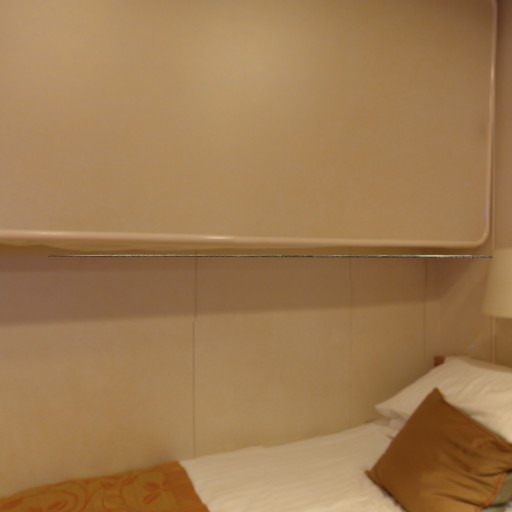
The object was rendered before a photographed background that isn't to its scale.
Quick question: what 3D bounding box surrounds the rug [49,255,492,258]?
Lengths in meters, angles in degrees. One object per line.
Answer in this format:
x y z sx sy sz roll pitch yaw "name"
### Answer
0.000 0.000 2.678 2.434 0.012 0.760 0 0 18 "rug"
